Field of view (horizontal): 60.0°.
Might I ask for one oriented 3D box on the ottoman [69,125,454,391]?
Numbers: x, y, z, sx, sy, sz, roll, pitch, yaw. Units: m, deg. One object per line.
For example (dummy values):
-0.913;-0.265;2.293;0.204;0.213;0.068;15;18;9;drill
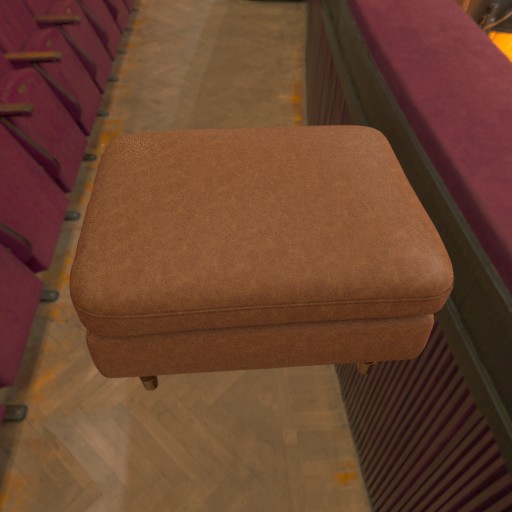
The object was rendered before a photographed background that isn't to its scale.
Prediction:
0.000;0.000;1.111;0.747;0.478;0.593;-3;46;-3;ottoman
